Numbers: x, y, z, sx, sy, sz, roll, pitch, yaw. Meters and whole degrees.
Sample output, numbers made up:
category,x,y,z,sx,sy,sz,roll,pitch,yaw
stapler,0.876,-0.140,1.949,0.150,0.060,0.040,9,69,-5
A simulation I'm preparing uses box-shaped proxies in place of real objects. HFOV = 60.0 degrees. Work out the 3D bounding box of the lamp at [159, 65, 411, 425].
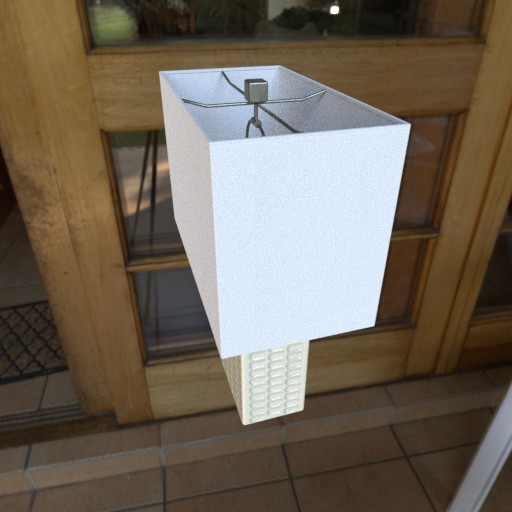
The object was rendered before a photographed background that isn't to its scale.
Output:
category,x,y,z,sx,sy,sz,roll,pitch,yaw
lamp,0.000,0.000,0.688,0.200,0.515,0.380,-9,33,-14
